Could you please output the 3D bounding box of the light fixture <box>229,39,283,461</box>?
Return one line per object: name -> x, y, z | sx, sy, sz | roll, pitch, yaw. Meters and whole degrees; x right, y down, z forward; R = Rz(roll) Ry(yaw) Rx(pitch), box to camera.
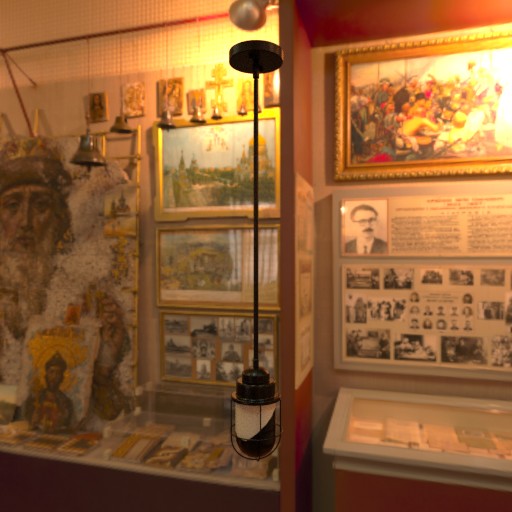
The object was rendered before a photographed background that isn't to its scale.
light fixture -> 0.000, 0.000, 1.002 | 0.123, 0.920, 0.123 | 0, 0, 18
